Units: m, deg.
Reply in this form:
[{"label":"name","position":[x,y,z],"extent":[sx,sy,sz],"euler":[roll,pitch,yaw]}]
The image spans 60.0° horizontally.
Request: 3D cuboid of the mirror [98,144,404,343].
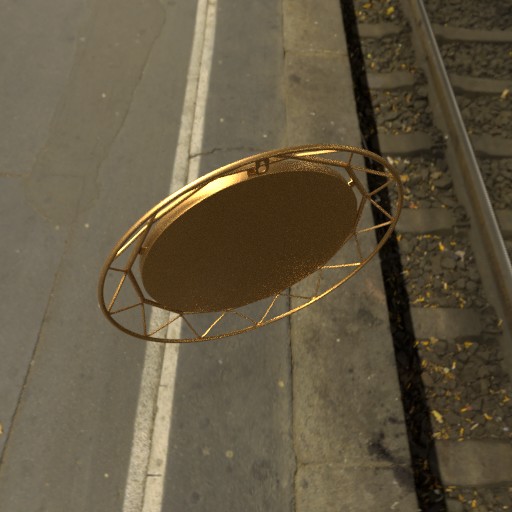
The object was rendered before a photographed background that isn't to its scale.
[{"label":"mirror","position":[0.000,0.000,0.656],"extent":[0.454,0.454,0.043],"euler":[-18,60,-11]}]
